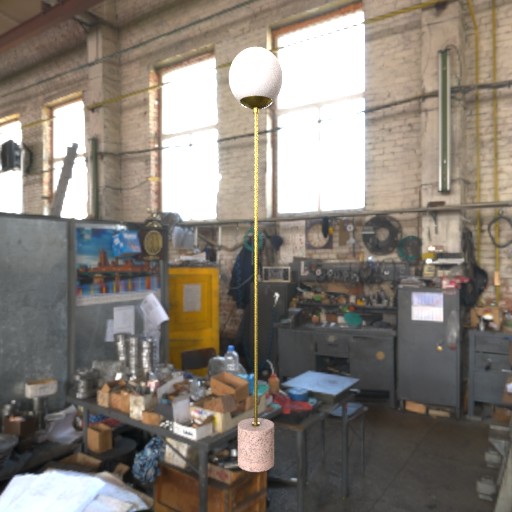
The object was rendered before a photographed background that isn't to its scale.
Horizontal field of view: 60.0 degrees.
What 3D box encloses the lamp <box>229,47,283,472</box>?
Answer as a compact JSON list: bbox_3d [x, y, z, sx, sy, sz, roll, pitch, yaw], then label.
[{"bbox_3d":[0.000,0.000,1.872,0.229,1.748,0.229,0,0,0],"label":"lamp"}]
